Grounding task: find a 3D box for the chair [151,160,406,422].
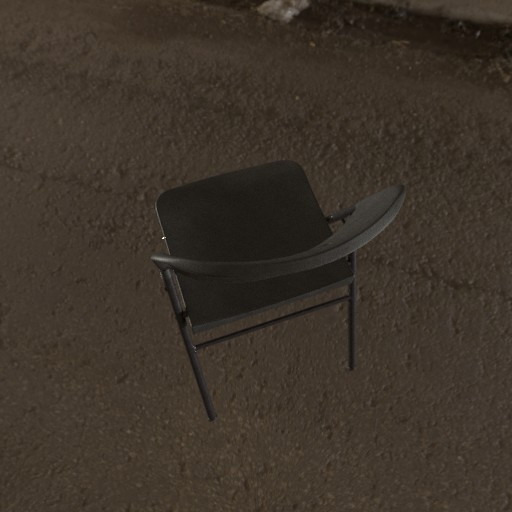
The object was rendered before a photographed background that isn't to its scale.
[{"bbox_3d":[0.000,0.000,1.164,0.494,0.810,0.566,-17,59,-10],"label":"chair"}]
